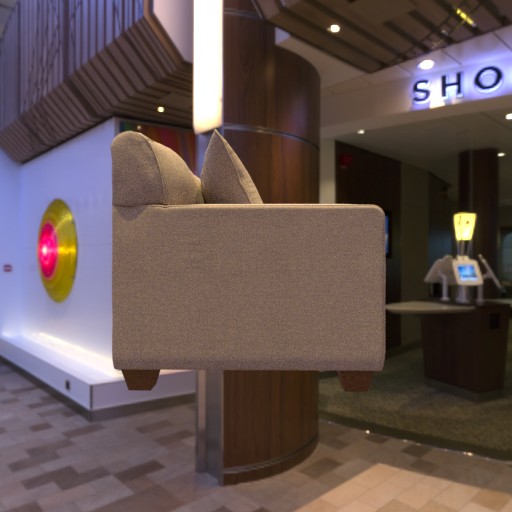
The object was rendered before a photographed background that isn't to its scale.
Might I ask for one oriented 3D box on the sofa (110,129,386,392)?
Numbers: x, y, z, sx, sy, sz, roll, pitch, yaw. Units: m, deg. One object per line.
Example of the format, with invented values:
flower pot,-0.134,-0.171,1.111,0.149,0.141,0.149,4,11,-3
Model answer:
sofa,0.000,0.000,2.528,0.997,0.958,2.024,0,0,1
